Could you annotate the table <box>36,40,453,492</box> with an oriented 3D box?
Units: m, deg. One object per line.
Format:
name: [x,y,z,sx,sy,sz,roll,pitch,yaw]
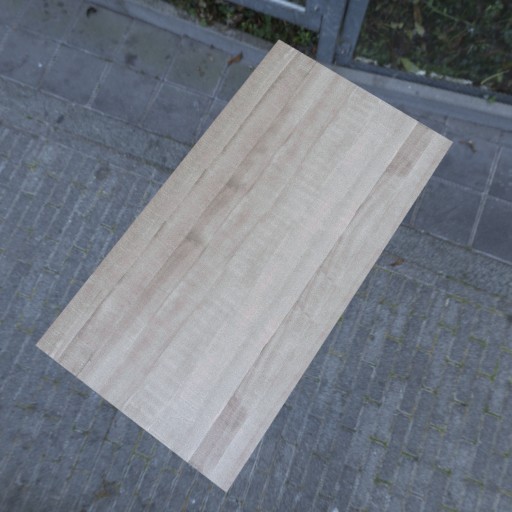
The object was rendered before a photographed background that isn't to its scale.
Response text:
table: [0.000,0.000,1.336,0.574,0.393,1.062,34,79,8]
